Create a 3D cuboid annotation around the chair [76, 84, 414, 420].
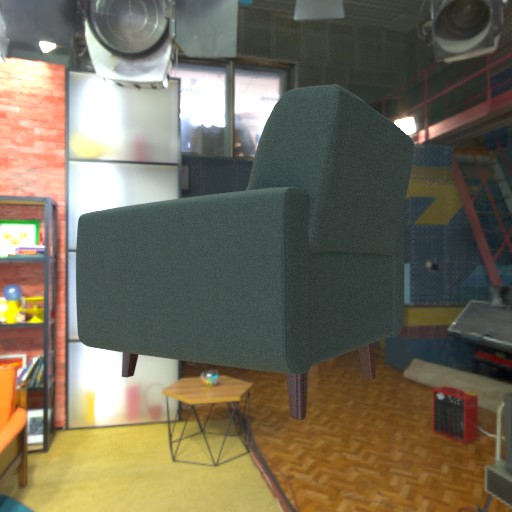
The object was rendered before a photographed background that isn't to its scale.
[{"bbox_3d":[0.000,0.000,1.523,0.909,0.841,0.831,0,-1,36],"label":"chair"}]
